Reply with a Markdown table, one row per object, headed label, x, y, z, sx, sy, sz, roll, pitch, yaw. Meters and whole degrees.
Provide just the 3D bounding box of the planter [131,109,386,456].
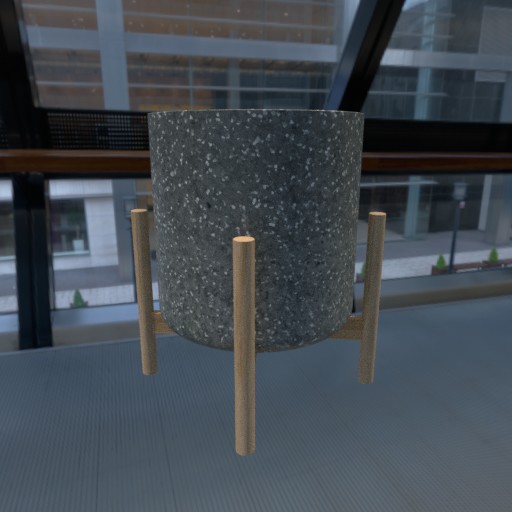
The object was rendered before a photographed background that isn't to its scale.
| label | x | y | z | sx | sy | sz | roll | pitch | yaw |
| --- | --- | --- | --- | --- | --- | --- | --- | --- | --- |
| planter | 0.000 | 0.000 | 0.691 | 0.360 | 0.419 | 0.360 | 8 | 17 | 26 |
